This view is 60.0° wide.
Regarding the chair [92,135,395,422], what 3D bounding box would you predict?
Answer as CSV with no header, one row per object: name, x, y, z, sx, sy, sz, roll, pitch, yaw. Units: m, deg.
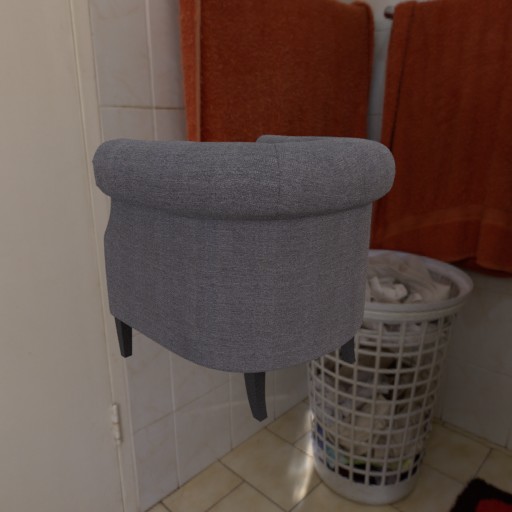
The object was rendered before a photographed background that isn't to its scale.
chair,0.000,0.000,1.593,0.905,0.827,0.852,-16,23,-42
